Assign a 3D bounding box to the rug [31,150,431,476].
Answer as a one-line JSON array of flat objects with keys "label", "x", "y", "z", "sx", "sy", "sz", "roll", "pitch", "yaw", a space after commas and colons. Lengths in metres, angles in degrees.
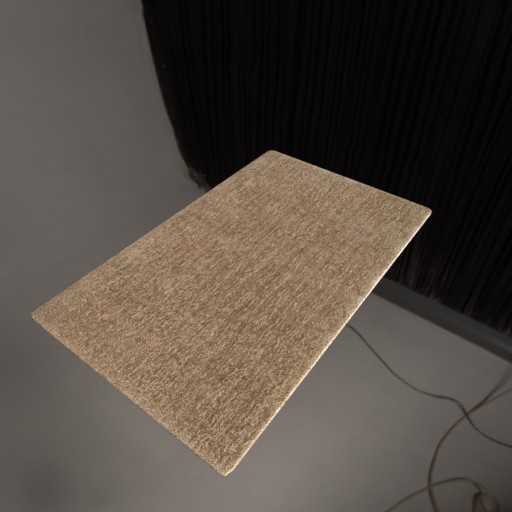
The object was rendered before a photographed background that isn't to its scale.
[{"label": "rug", "x": 0.000, "y": 0.000, "z": 3.015, "sx": 1.539, "sy": 0.024, "sz": 2.469, "roll": 27, "pitch": 49, "yaw": 26}]
